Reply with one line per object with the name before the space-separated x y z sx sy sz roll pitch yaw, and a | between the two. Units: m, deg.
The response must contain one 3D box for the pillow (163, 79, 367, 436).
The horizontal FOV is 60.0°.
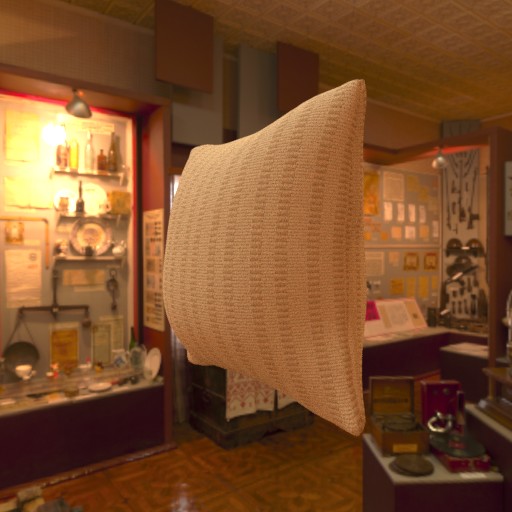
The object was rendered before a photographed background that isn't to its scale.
pillow | 0.000 0.000 0.692 0.247 0.419 0.438 0 0 -35
